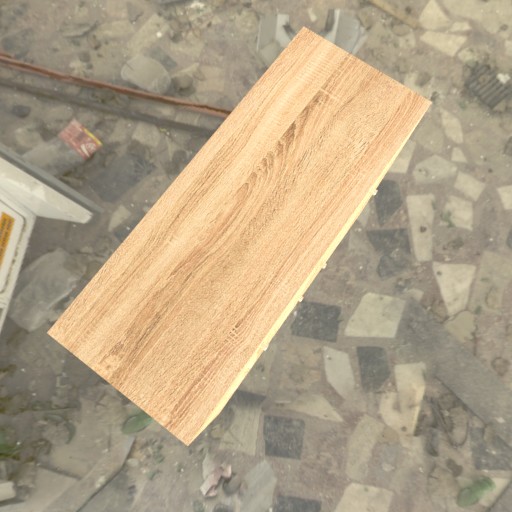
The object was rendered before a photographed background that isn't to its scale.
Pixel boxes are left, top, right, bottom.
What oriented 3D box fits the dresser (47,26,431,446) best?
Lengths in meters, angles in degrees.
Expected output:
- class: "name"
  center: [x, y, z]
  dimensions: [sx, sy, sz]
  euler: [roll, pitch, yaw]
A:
- class: "dresser"
  center: [0.000, 0.000, 1.586]
  dimensions: [0.450, 0.900, 1.100]
  euler: [35, 78, 9]
